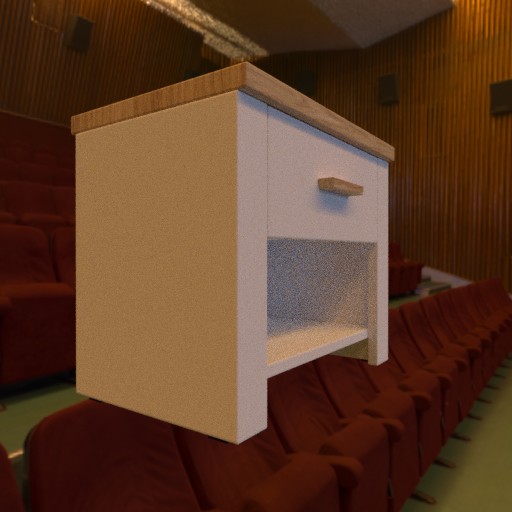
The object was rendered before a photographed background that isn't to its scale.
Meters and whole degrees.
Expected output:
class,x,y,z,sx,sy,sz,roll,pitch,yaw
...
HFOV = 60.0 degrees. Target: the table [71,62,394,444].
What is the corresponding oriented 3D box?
class,x,y,z,sx,sy,sz,roll,pitch,yaw
table,0.000,0.000,0.796,0.360,0.440,0.500,0,0,36
